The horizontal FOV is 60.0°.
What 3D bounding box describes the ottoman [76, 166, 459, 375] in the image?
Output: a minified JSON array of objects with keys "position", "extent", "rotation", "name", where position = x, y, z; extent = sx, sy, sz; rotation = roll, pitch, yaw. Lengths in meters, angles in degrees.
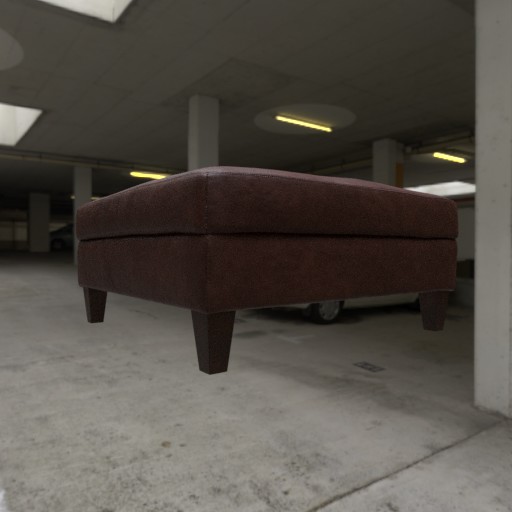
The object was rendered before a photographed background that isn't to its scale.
[{"position":[0.000,0.000,1.316],"extent":[0.844,0.415,0.836],"rotation":[0,1,-37],"name":"ottoman"}]
